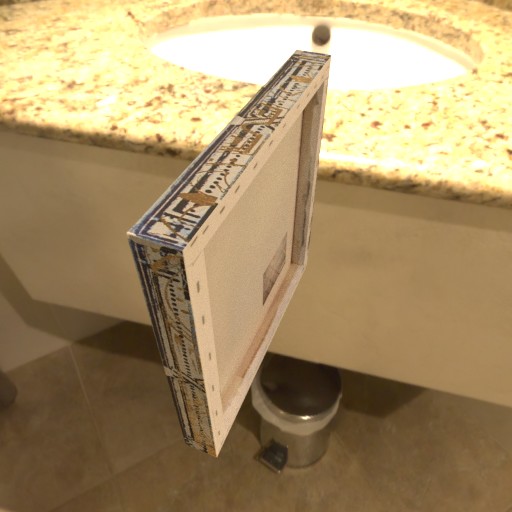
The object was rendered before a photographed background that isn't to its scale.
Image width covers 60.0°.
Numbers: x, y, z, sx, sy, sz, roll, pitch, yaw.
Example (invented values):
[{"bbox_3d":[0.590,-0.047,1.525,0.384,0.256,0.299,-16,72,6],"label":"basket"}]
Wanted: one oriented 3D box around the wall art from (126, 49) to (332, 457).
[{"bbox_3d":[0.000,0.000,0.459,0.038,0.306,0.302,17,48,16],"label":"wall art"}]
